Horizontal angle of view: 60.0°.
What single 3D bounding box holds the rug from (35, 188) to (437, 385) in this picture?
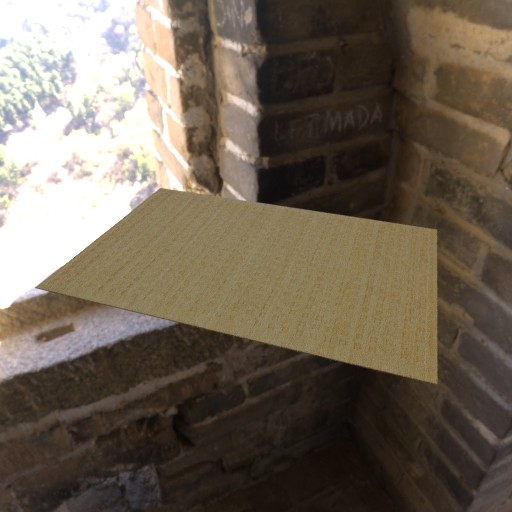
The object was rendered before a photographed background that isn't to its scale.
[{"bbox_3d":[0.000,0.000,2.958,2.286,0.006,1.524,11,34,16],"label":"rug"}]
